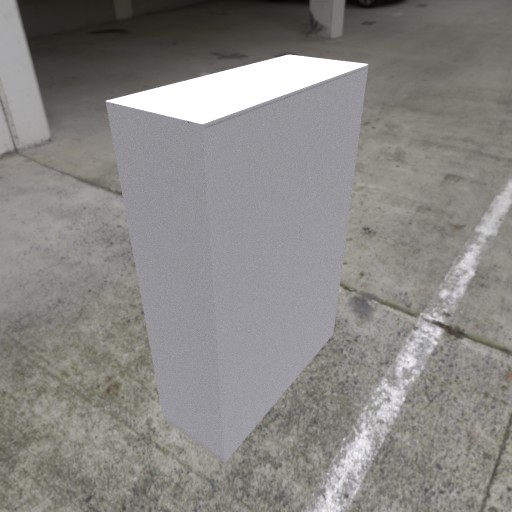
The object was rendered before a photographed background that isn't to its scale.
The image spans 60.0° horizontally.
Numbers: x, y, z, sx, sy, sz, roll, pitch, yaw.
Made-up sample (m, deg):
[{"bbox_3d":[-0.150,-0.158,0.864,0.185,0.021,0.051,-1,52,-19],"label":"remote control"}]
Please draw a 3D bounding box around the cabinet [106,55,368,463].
[{"bbox_3d":[0.000,0.000,2.529,0.510,1.910,1.290,22,39,30],"label":"cabinet"}]
